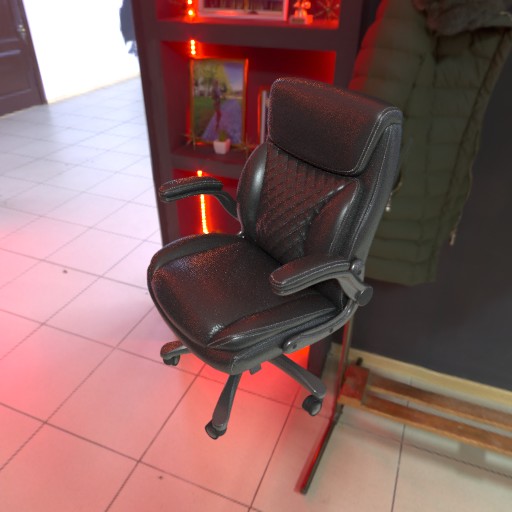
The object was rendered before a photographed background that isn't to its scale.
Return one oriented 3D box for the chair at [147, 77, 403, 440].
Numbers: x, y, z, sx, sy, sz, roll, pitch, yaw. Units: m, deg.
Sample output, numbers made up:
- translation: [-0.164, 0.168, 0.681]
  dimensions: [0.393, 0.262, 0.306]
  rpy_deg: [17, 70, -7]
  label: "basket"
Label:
- translation: [0.000, 0.000, 1.602]
  dimensions: [0.724, 1.110, 0.782]
  rpy_deg: [-21, 38, -29]
  label: "chair"
